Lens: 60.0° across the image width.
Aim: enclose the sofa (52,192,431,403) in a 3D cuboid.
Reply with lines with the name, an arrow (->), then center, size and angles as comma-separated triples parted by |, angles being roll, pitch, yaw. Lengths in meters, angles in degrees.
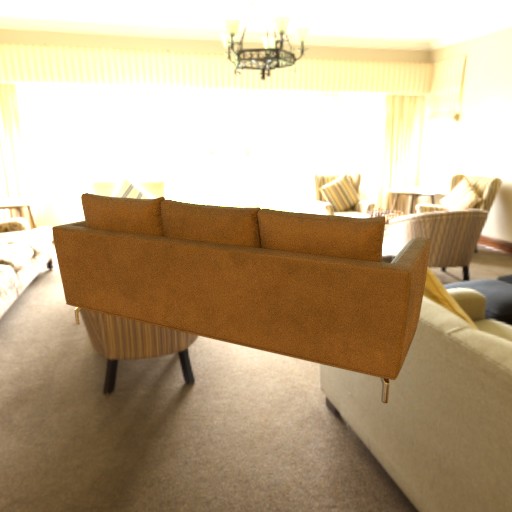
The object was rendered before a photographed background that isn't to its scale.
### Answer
sofa -> 0.000, 0.000, 3.351 | 2.438, 0.987, 1.622 | 7, 16, 26
